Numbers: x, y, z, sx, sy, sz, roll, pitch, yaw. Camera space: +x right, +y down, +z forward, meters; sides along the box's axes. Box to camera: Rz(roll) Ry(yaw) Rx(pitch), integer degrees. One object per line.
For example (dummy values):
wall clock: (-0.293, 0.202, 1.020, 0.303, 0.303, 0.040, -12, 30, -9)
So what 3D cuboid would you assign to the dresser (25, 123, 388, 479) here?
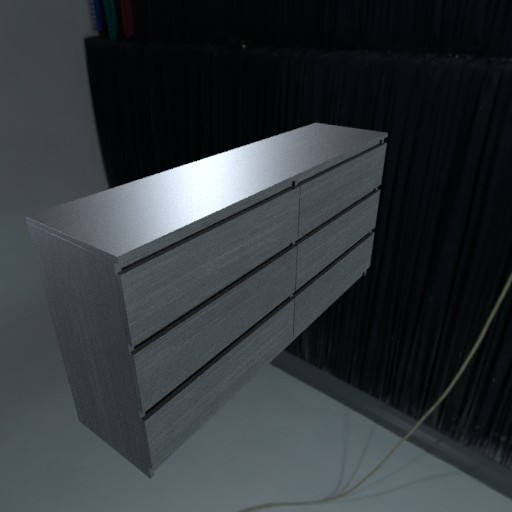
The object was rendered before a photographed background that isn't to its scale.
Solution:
dresser: (0.000, 0.000, 1.864, 0.400, 0.795, 1.590, 19, 33, 32)
